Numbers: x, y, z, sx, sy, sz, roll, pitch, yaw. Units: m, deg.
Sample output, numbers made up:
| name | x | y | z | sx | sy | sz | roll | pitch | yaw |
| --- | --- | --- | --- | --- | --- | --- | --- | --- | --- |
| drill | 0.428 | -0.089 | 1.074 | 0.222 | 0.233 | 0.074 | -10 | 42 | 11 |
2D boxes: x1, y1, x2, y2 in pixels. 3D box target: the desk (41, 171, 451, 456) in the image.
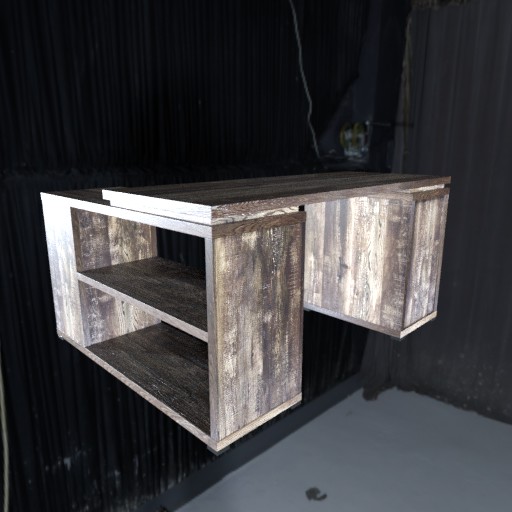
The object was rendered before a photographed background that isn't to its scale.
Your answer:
| name | x | y | z | sx | sy | sz | roll | pitch | yaw |
| --- | --- | --- | --- | --- | --- | --- | --- | --- | --- |
| desk | 0.000 | 0.000 | 2.172 | 1.524 | 0.753 | 1.200 | -14 | 20 | -43 |
